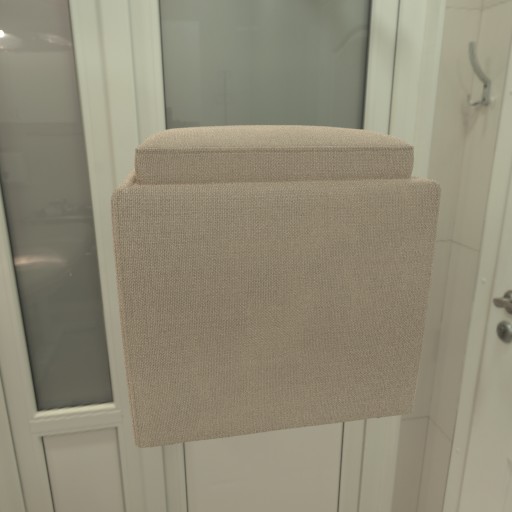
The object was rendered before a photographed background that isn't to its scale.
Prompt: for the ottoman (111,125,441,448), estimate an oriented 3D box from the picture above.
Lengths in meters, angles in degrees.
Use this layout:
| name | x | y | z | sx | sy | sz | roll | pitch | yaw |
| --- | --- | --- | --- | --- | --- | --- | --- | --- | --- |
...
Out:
| name | x | y | z | sx | sy | sz | roll | pitch | yaw |
| --- | --- | --- | --- | --- | --- | --- | --- | --- | --- |
| ottoman | 0.000 | 0.000 | 0.812 | 0.450 | 0.460 | 0.451 | -3 | 17 | -10 |
